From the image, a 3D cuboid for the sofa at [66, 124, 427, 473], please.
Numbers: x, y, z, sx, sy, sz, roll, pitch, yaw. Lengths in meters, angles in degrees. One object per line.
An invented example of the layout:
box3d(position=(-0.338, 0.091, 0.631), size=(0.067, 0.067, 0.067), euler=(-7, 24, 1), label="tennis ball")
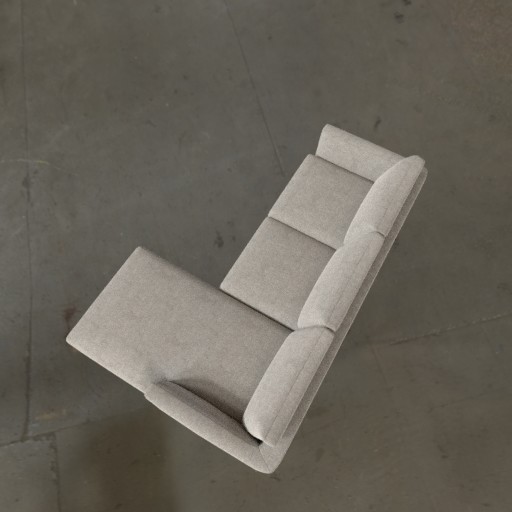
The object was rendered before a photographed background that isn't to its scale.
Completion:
box3d(position=(0.000, 0.000, 3.222), size=(1.626, 0.864, 2.438), euler=(28, 67, 13), label="sofa")
